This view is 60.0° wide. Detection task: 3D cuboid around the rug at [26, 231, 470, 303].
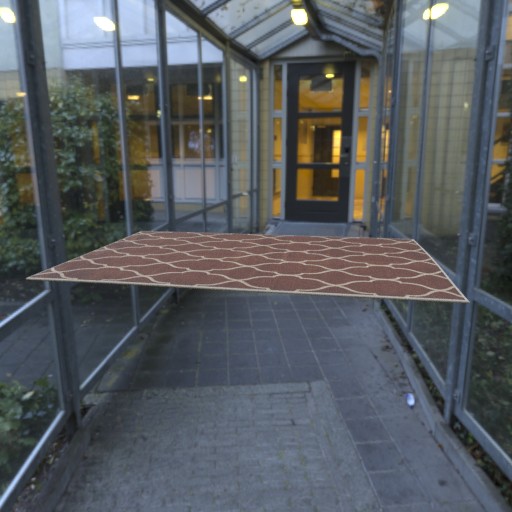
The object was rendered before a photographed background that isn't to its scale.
[{"bbox_3d":[0.000,0.000,2.962,2.294,0.014,1.528,2,13,9],"label":"rug"}]
